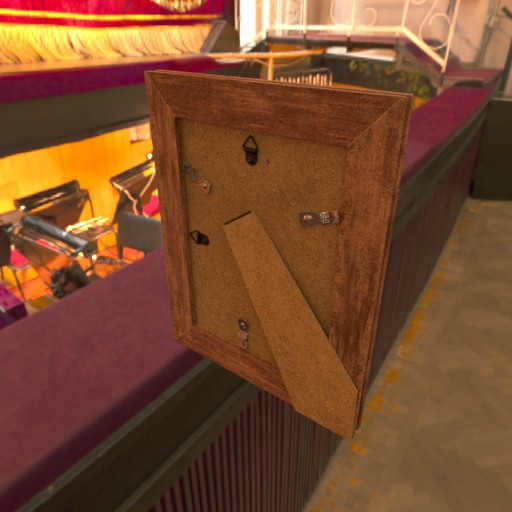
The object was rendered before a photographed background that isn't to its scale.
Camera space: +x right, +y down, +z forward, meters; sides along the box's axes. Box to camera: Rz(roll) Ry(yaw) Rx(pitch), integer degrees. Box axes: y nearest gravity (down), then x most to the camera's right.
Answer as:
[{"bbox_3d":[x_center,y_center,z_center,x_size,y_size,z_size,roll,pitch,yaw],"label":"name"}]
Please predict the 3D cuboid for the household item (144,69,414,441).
[{"bbox_3d":[0.000,0.000,0.320,0.186,0.237,0.018,20,34,32],"label":"household item"}]
